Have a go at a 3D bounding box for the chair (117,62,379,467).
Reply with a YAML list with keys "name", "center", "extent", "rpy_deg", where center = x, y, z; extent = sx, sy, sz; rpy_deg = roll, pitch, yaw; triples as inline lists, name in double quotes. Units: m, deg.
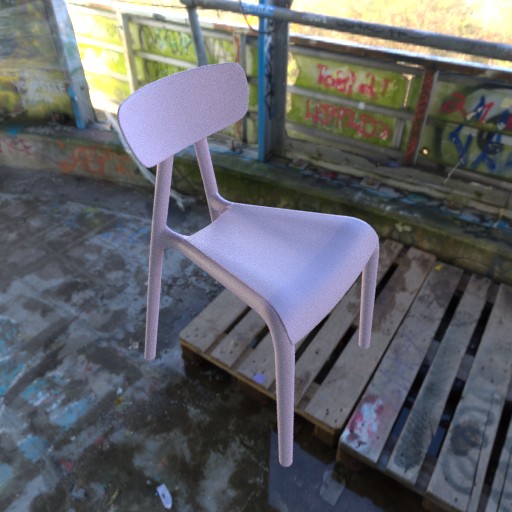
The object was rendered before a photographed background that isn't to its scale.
- name: "chair"
  center: [0.000, 0.000, 0.823]
  extent: [0.401, 0.580, 0.356]
  rpy_deg: [25, 46, 27]
